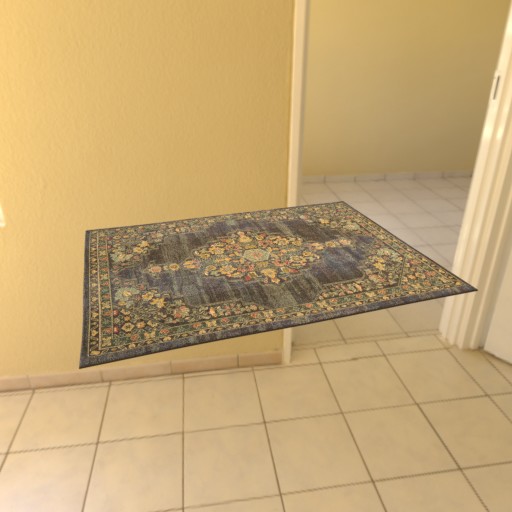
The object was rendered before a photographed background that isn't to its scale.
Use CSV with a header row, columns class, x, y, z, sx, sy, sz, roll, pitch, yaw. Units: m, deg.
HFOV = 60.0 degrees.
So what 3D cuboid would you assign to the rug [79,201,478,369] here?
class,x,y,z,sx,sy,sz,roll,pitch,yaw
rug,0.000,0.000,4.895,3.612,0.035,2.716,-8,27,-16
